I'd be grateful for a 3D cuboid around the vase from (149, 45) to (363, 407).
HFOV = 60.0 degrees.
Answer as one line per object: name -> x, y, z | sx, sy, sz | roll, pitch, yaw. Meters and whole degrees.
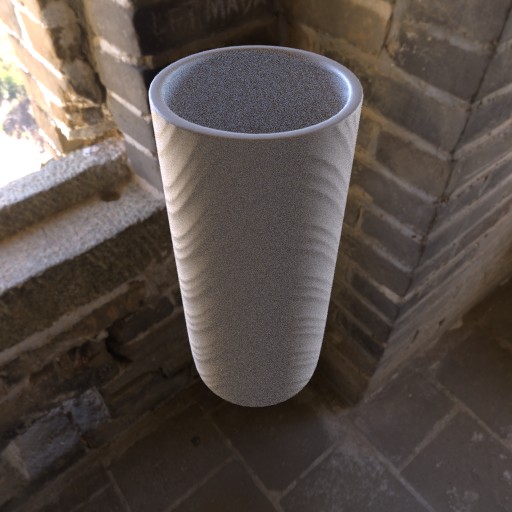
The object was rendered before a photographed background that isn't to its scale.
vase -> 0.000, 0.000, 0.399 | 0.143, 0.316, 0.143 | 0, 45, 0
